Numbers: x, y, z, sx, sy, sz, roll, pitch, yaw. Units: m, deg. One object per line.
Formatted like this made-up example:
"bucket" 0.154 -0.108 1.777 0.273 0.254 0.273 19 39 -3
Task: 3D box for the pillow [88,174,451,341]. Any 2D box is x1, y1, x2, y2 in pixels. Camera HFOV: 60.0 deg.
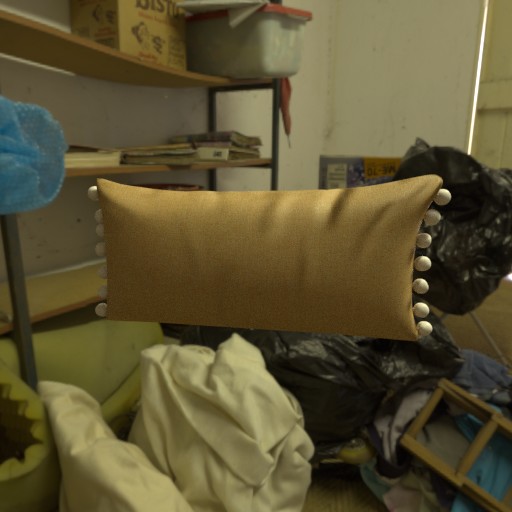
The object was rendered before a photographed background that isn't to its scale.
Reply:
"pillow" 0.000 0.000 0.870 0.709 0.322 0.201 2 15 8
